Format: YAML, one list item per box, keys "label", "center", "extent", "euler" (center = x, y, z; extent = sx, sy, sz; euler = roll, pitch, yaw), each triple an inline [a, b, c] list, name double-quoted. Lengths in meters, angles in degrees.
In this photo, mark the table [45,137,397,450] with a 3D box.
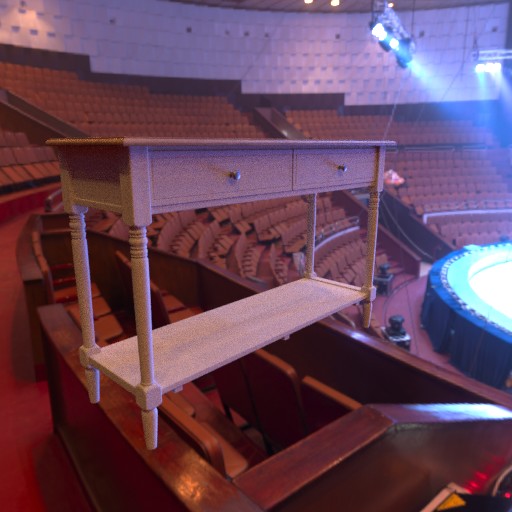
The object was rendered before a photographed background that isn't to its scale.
- label: "table"
  center: [0.000, 0.000, 1.576]
  extent: [0.399, 0.800, 1.219]
  euler: [13, 19, 42]
